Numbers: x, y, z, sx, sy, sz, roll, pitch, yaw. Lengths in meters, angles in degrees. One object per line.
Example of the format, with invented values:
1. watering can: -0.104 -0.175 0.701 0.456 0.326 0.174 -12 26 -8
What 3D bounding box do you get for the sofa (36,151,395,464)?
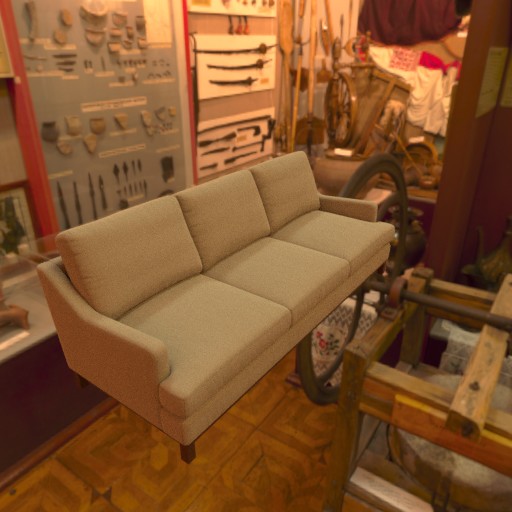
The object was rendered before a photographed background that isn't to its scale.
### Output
1. sofa: 0.000 0.000 2.834 1.000 0.913 2.321 18 31 32
